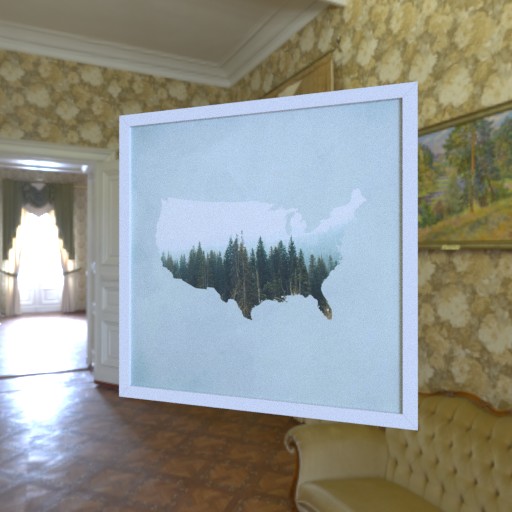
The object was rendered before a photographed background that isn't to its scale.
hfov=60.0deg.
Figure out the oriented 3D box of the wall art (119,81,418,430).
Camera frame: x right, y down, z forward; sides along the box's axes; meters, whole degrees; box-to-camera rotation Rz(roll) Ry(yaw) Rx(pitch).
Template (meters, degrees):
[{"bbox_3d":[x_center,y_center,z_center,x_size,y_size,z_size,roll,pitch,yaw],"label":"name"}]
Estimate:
[{"bbox_3d":[0.000,0.000,0.445,0.304,0.304,0.024,0,0,18],"label":"wall art"}]
